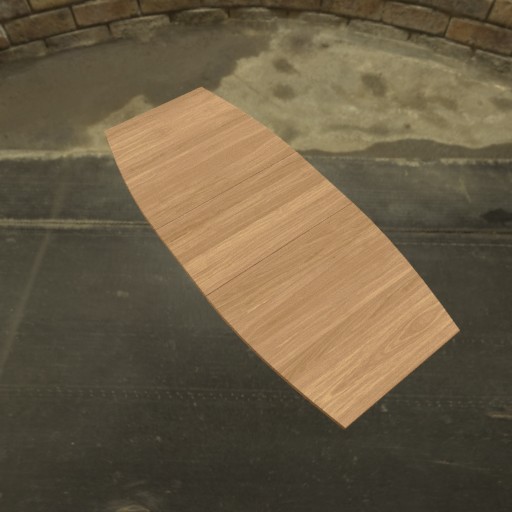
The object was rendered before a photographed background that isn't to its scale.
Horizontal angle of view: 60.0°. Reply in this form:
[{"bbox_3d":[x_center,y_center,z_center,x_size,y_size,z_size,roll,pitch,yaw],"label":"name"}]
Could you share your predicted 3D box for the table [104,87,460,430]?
[{"bbox_3d":[0.000,0.000,2.545,0.900,0.750,2.032,-32,63,-19],"label":"table"}]
